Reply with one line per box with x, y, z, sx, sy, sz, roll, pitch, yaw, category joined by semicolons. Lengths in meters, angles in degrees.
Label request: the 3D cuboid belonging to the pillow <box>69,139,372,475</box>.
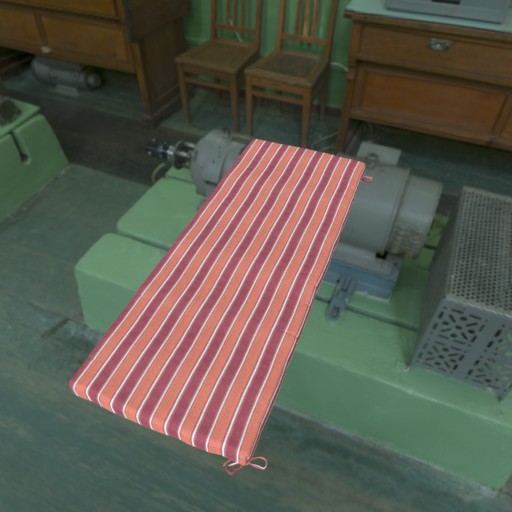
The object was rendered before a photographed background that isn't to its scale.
0.000;0.000;1.346;0.492;0.081;1.187;16;48;15;pillow
